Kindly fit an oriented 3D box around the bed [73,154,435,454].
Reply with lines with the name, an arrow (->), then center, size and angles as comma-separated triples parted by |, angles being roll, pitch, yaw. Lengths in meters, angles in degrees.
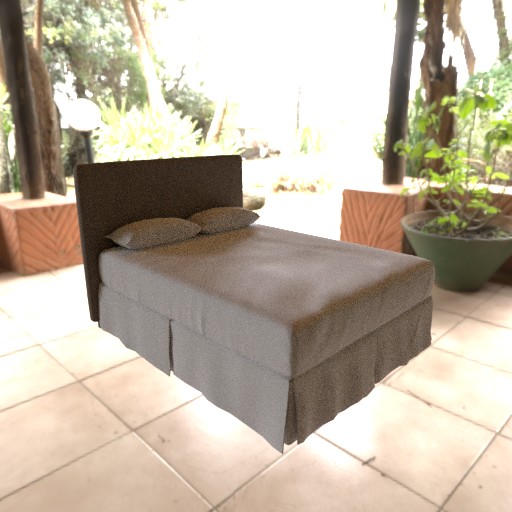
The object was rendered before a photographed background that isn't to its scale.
bed -> 0.000, 0.000, 3.289 | 2.142, 1.330, 1.723 | 16, 23, 42
